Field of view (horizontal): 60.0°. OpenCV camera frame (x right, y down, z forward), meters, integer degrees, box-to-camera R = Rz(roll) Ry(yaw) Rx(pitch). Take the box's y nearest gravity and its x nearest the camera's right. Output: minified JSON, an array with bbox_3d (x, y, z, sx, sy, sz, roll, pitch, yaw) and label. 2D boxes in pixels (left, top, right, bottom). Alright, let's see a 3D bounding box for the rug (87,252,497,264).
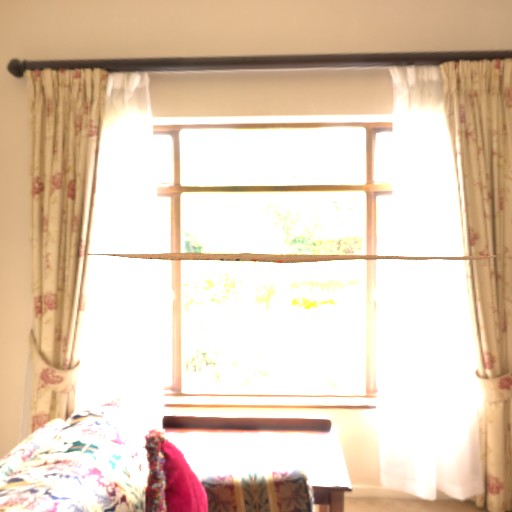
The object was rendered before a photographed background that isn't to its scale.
[{"bbox_3d":[0.000,0.000,2.987,1.537,0.029,2.439,-1,1,-36],"label":"rug"}]
